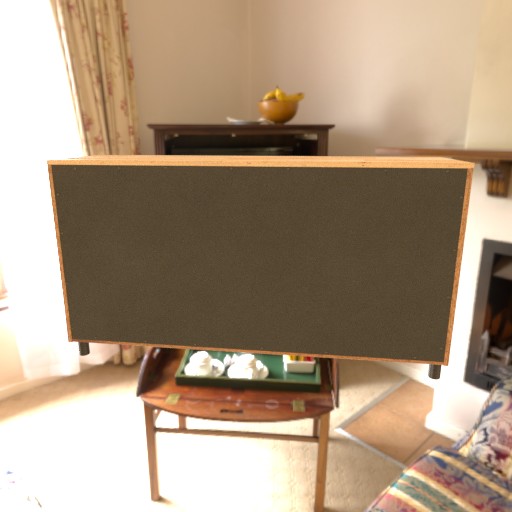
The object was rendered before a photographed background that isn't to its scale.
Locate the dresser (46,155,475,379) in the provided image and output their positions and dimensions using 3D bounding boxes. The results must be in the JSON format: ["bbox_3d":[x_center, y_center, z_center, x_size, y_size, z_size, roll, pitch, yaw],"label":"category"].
[{"bbox_3d":[0.000,0.000,1.929,1.547,0.834,0.487,2,15,7],"label":"dresser"}]
